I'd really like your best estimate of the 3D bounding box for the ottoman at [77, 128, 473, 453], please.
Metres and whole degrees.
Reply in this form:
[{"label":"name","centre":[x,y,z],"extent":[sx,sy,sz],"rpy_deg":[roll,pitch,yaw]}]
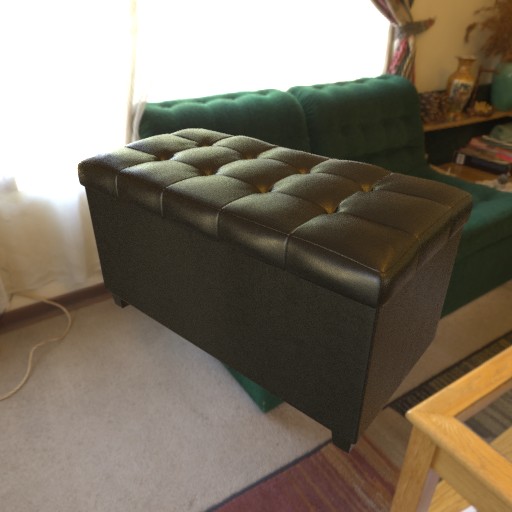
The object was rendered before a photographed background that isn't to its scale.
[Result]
[{"label":"ottoman","centre":[0.000,0.000,1.105],"extent":[0.838,0.470,0.432],"rpy_deg":[23,37,34]}]
